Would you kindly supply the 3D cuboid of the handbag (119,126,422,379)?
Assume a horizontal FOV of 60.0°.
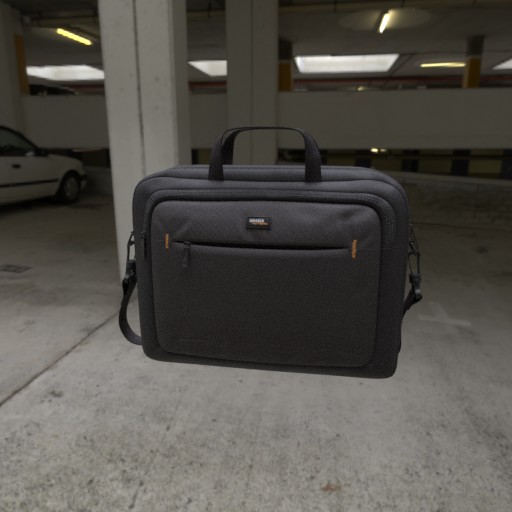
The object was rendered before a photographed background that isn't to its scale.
[{"bbox_3d":[0.000,0.000,0.437,0.320,0.244,0.089,2,15,9],"label":"handbag"}]
